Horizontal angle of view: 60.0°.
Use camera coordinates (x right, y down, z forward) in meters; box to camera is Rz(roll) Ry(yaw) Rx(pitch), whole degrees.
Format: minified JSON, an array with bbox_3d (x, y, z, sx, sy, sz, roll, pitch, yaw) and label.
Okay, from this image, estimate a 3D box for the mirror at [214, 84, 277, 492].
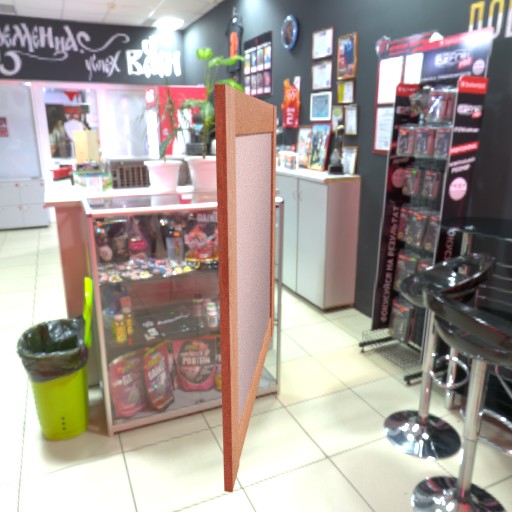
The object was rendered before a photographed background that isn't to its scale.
[{"bbox_3d":[0.000,0.000,1.197,0.020,0.800,0.800,2,16,8],"label":"mirror"}]
